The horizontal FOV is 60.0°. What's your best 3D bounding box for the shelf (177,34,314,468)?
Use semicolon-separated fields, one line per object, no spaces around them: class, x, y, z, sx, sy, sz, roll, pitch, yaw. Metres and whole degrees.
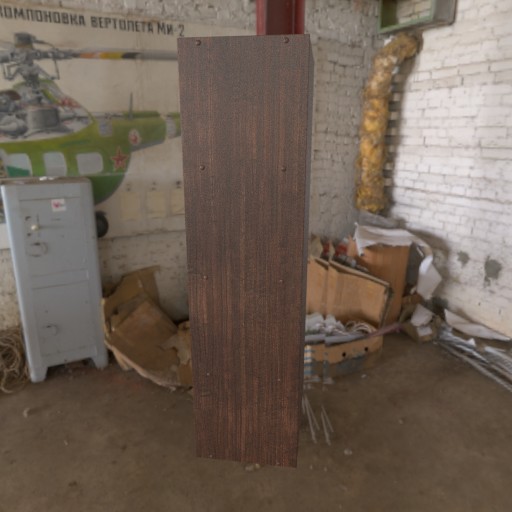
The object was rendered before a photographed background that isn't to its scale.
shelf;0.000;0.000;1.297;0.290;1.099;0.415;2;16;8
